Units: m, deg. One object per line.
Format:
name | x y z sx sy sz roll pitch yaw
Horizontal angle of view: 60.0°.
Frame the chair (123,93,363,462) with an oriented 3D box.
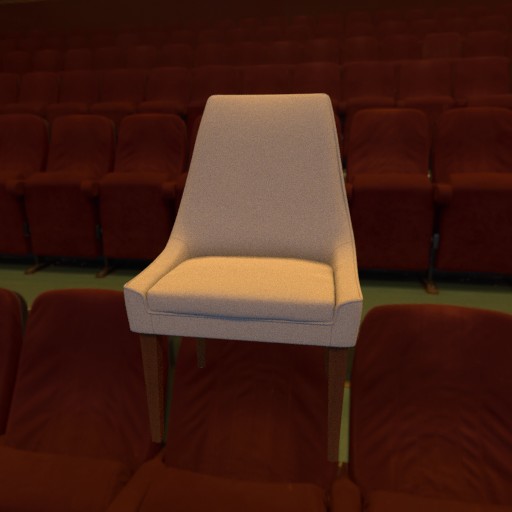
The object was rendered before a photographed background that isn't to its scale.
chair | 0.000 0.000 1.192 0.529 0.861 0.544 2 15 9
